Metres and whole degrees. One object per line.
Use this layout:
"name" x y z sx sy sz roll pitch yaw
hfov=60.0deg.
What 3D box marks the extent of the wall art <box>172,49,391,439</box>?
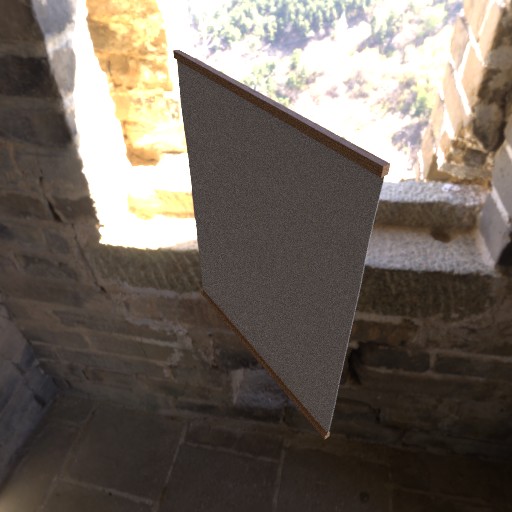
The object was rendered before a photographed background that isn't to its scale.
"wall art" 0.000 0.000 0.685 0.010 0.507 0.404 -25 47 -26
